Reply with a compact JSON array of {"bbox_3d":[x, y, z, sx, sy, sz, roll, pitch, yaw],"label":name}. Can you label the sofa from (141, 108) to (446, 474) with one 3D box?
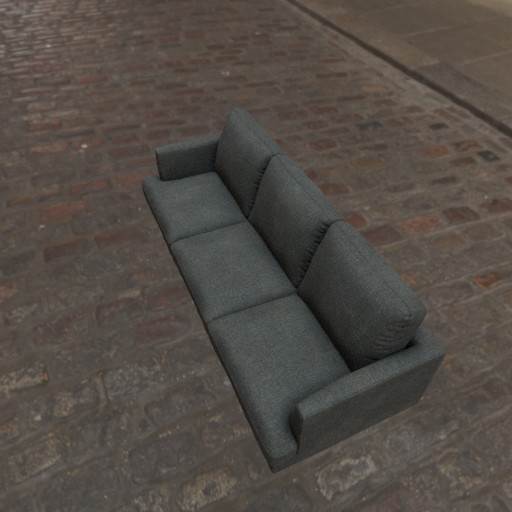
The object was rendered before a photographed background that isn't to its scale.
[{"bbox_3d":[0.000,0.000,2.721,0.903,0.930,2.246,-18,48,-17],"label":"sofa"}]
